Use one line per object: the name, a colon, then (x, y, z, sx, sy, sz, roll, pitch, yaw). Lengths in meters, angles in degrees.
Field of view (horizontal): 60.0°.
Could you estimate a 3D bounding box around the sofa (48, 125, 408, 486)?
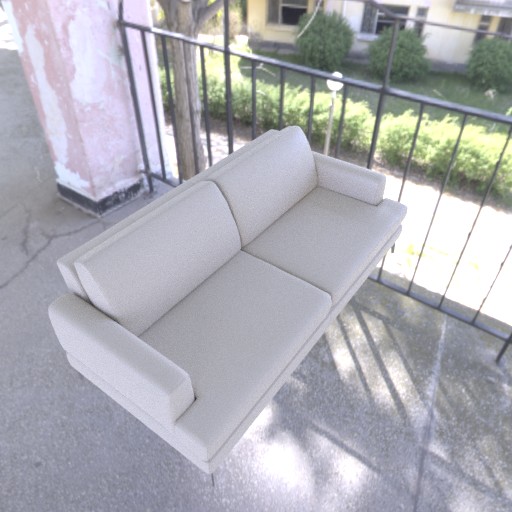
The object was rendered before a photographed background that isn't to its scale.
sofa: (0.000, 0.000, 2.385, 0.974, 0.765, 1.940, 25, 47, 27)
